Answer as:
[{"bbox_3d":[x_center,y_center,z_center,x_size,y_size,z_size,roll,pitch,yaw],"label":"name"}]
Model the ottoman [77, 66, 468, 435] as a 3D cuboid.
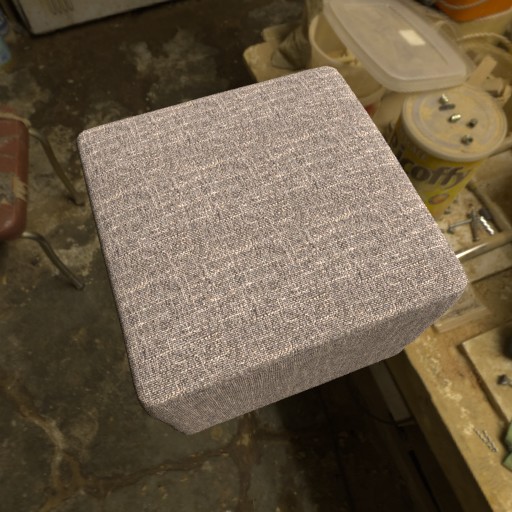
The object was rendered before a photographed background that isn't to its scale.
[{"bbox_3d":[0.000,0.000,0.891,0.521,0.453,0.512,-18,65,-9],"label":"ottoman"}]
